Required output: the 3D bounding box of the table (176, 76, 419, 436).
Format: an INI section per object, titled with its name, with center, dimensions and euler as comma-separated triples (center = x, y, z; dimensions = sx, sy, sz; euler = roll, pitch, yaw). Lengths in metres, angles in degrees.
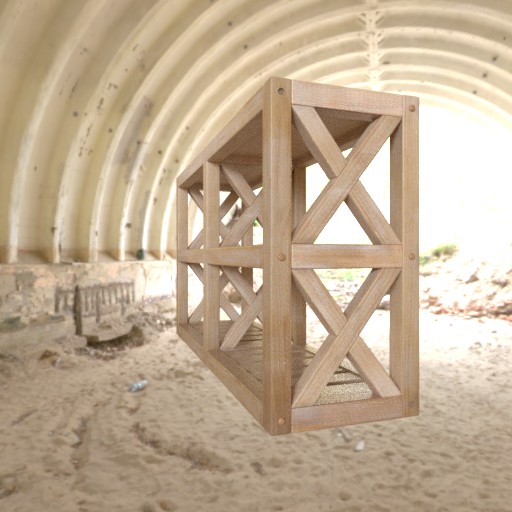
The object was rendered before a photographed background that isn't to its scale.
[table]
center = 0.000, 0.000, 1.614
dimensions = 0.381, 0.762, 1.320
euler = 0, 0, -19
